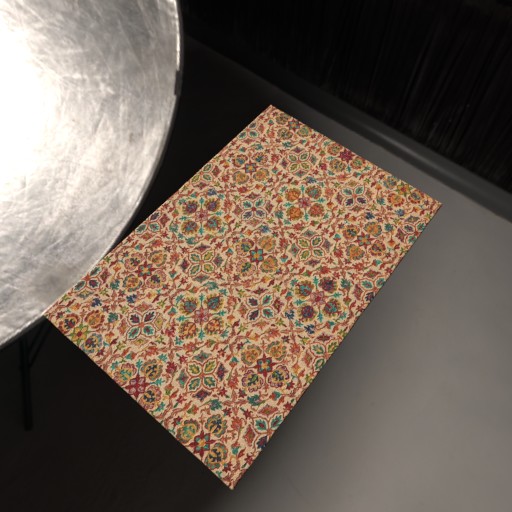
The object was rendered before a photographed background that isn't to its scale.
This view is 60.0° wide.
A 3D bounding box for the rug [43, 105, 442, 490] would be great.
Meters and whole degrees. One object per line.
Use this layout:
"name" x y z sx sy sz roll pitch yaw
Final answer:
"rug" 0.000 0.000 2.937 1.541 0.018 2.297 35 68 17
